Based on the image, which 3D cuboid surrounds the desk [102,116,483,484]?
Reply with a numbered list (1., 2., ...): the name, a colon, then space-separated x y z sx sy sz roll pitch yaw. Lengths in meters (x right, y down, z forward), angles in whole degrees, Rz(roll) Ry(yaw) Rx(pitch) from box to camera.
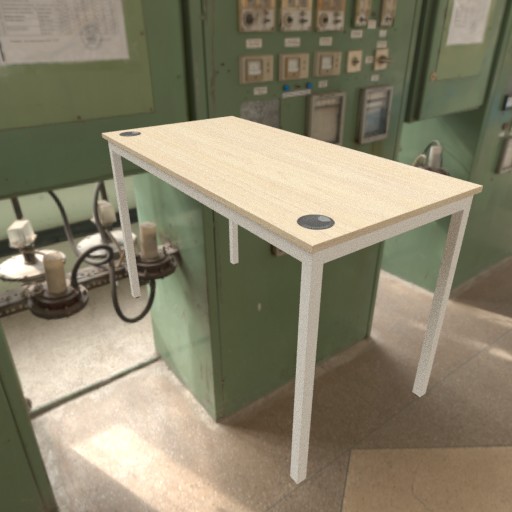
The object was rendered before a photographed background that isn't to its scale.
1. desk: 0.000 0.000 1.609 0.600 0.750 1.200 -19 33 -31
